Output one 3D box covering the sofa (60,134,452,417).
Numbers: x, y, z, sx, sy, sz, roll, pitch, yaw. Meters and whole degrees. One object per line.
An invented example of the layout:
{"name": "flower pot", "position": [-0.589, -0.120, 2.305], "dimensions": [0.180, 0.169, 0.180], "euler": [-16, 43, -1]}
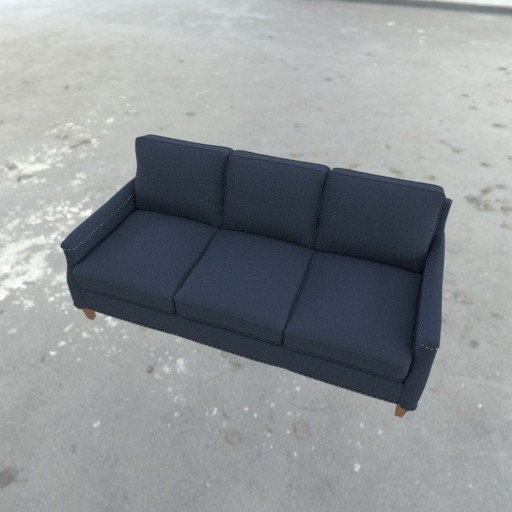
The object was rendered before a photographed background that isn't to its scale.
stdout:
{"name": "sofa", "position": [0.000, 0.000, 2.836], "dimensions": [2.246, 1.003, 1.084], "euler": [14, 43, 15]}
